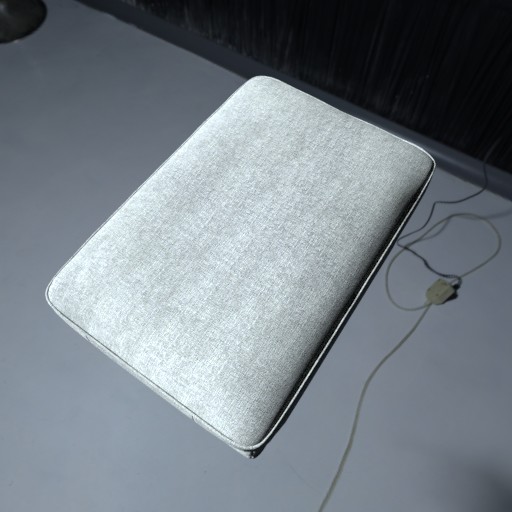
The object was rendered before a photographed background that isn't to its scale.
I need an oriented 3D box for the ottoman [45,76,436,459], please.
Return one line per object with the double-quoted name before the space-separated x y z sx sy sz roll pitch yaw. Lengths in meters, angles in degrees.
"ottoman" 0.000 0.000 1.139 0.561 0.457 0.813 32 69 14
